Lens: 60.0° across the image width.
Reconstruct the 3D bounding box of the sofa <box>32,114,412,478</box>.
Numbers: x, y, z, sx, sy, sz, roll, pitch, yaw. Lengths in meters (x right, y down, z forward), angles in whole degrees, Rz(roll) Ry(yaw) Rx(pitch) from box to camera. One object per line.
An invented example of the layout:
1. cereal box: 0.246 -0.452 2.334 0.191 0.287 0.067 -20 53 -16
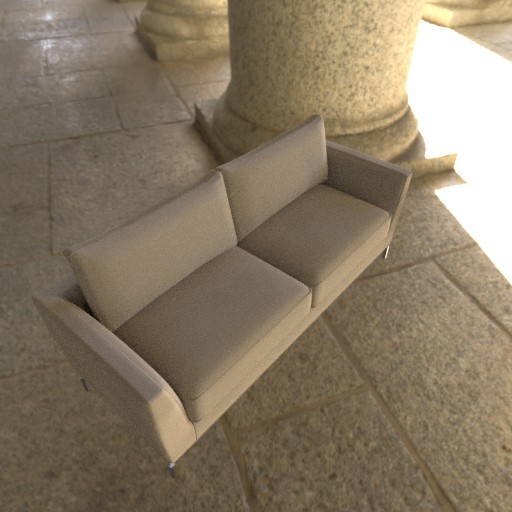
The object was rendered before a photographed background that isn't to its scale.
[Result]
1. sofa: 0.000 0.000 2.621 0.868 1.005 2.214 29 49 29
